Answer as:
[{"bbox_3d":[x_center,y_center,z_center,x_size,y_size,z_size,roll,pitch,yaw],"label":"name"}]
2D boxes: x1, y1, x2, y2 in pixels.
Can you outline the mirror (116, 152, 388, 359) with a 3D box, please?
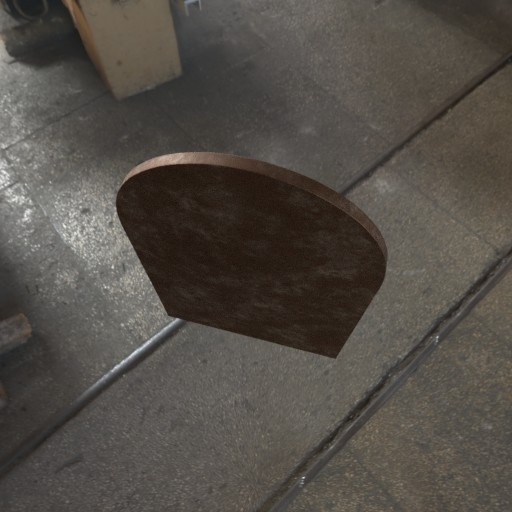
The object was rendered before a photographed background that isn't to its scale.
[{"bbox_3d":[0.000,0.000,0.983,0.510,0.770,0.137,13,63,7],"label":"mirror"}]
